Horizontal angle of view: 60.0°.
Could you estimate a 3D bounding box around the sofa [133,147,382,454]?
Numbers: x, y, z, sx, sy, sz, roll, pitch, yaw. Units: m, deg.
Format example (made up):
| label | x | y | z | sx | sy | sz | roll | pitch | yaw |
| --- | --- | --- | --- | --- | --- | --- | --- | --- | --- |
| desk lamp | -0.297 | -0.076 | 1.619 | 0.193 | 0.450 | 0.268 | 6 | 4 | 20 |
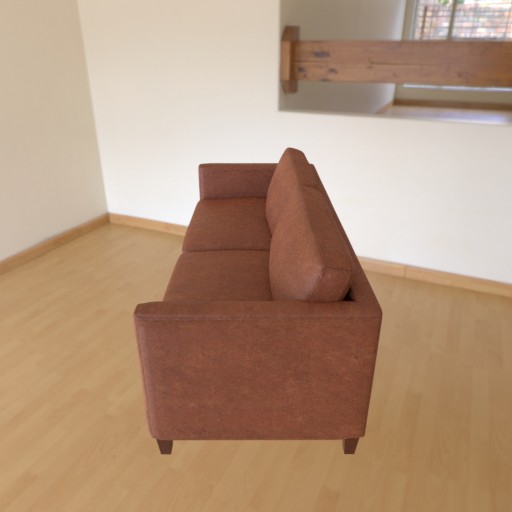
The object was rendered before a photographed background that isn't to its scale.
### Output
| label | x | y | z | sx | sy | sz | roll | pitch | yaw |
| --- | --- | --- | --- | --- | --- | --- | --- | --- | --- |
| sofa | 0.000 | 0.000 | 2.708 | 0.950 | 0.932 | 2.204 | 0 | 26 | 0 |
